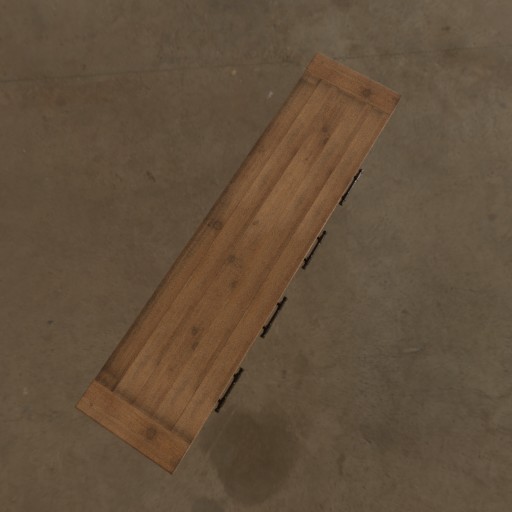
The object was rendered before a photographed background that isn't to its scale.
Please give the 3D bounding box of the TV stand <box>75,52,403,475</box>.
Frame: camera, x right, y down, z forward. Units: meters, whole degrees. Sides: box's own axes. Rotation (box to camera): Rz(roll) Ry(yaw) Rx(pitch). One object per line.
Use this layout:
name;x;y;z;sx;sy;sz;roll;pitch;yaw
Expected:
TV stand;0.000;0.000;2.065;0.453;0.573;1.804;31;77;8
